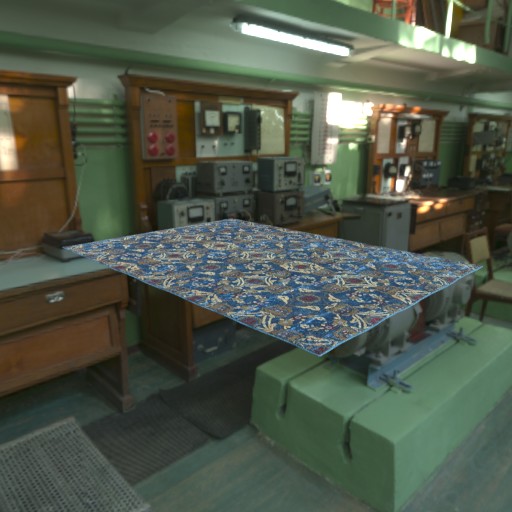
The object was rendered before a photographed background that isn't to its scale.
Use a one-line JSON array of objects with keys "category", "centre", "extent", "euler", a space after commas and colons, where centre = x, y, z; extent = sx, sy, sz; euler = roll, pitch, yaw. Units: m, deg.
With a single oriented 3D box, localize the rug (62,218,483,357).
[{"category": "rug", "centre": [0.000, 0.000, 4.209], "extent": [2.337, 0.013, 3.291], "euler": [-14, 21, -43]}]
